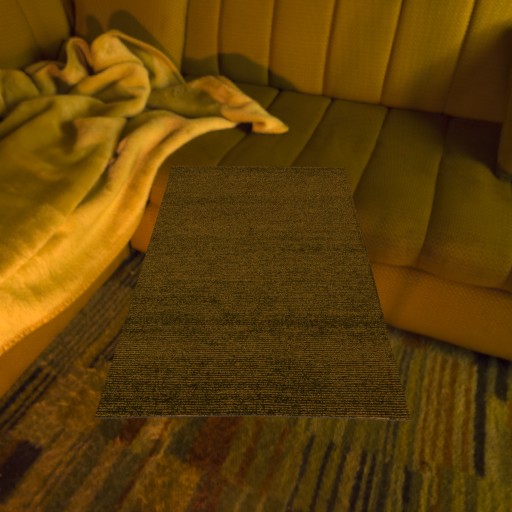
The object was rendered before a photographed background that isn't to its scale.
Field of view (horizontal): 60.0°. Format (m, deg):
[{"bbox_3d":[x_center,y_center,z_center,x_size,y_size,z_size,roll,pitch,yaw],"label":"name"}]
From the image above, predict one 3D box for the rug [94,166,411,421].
[{"bbox_3d":[0.000,0.000,2.255,1.145,0.021,1.777,1,42,1],"label":"rug"}]
